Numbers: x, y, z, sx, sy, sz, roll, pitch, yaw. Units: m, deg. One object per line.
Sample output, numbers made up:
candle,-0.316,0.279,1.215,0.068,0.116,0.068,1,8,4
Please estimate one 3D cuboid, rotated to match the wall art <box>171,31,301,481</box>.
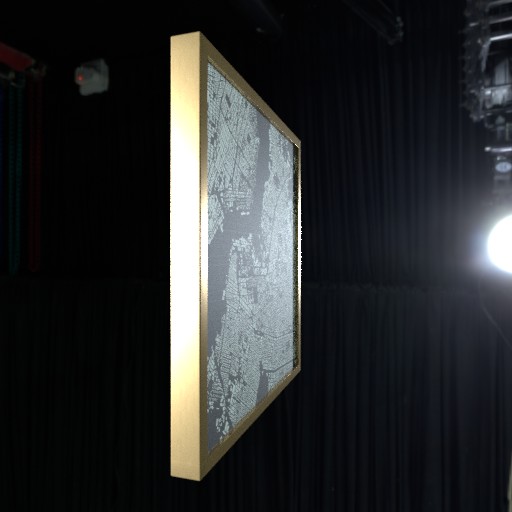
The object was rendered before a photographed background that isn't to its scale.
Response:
wall art,0.000,0.000,0.448,0.023,0.305,0.305,0,0,19
